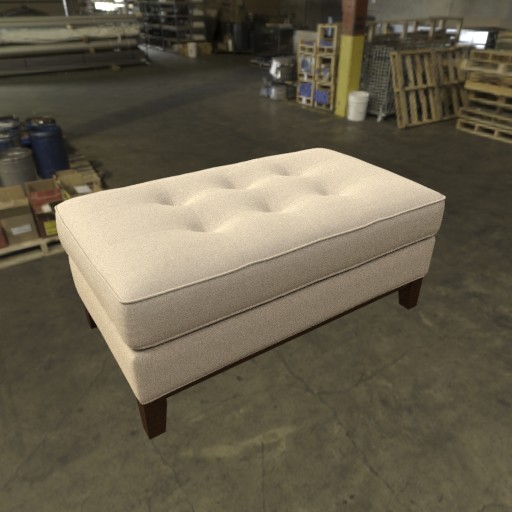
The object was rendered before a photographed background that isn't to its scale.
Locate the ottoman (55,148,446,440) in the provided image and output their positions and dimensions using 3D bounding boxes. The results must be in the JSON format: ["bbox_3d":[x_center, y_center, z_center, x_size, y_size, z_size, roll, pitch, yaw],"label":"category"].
[{"bbox_3d":[0.000,0.000,1.539,1.143,0.508,0.648,-19,35,-28],"label":"ottoman"}]
